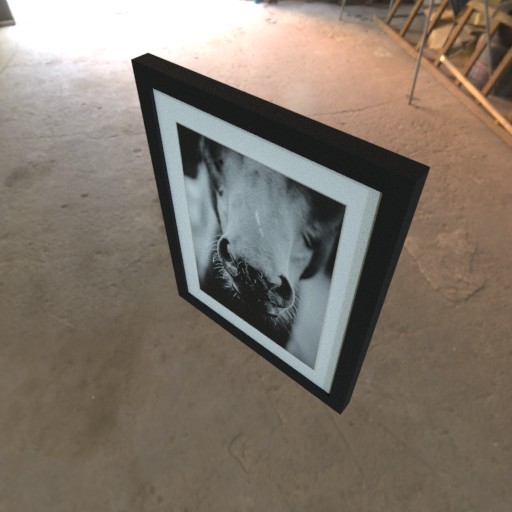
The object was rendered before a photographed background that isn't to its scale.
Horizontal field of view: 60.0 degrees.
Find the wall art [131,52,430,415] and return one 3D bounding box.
[{"bbox_3d":[0.000,0.000,0.552,0.329,0.404,0.024,32,54,26],"label":"wall art"}]
